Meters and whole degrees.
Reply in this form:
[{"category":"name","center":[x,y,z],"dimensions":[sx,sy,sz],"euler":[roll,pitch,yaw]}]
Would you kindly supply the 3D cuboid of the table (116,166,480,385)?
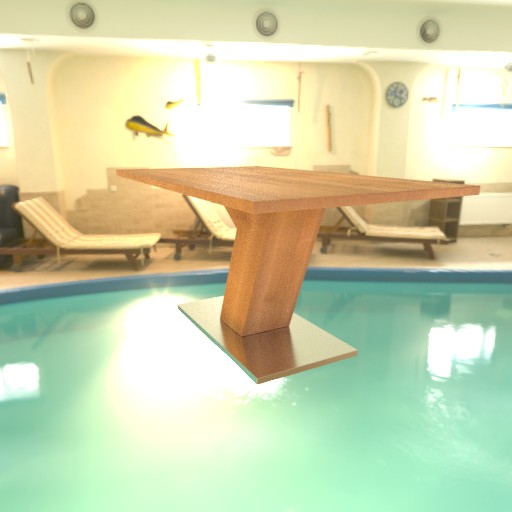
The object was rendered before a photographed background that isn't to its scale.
[{"category":"table","center":[0.000,0.000,2.101],"dimensions":[0.900,0.750,1.600],"euler":[-8,16,-28]}]
